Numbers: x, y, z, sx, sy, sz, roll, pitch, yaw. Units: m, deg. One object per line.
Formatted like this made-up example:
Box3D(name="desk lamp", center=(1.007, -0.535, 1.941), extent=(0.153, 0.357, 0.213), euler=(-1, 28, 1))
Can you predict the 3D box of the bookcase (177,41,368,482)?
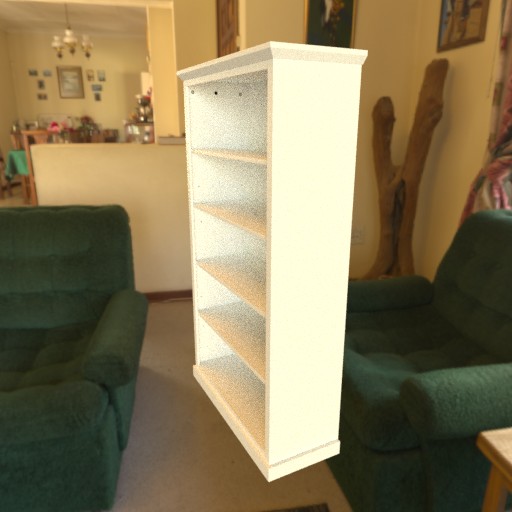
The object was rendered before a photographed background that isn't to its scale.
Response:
Box3D(name="bookcase", center=(0.000, 0.000, 2.334), extent=(0.432, 1.880, 1.050), euler=(-8, 19, -26))
